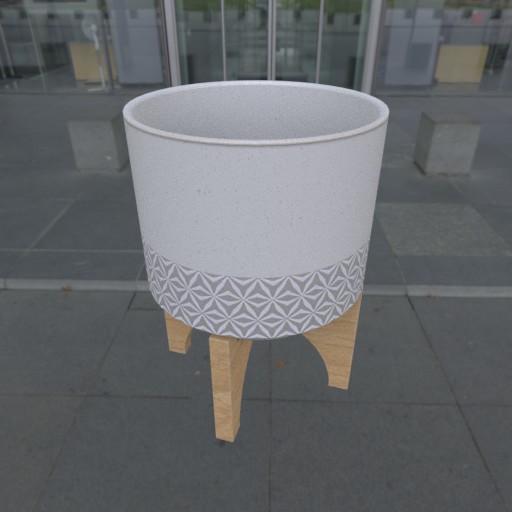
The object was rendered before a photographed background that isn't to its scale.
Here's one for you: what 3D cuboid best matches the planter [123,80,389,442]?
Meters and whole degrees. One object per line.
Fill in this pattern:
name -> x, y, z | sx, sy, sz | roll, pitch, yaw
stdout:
planter -> 0.000, 0.000, 0.514 | 0.249, 0.343, 0.249 | 0, 31, 0
